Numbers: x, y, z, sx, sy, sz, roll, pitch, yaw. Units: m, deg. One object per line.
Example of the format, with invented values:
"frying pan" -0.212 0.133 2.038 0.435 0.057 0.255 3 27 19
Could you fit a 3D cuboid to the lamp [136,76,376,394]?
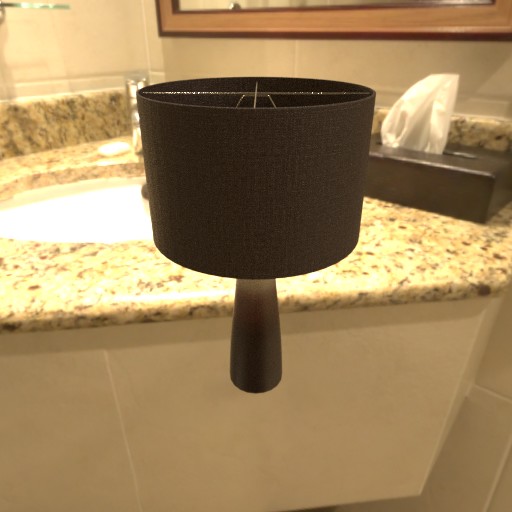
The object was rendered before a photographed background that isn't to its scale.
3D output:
"lamp" 0.000 0.000 0.687 0.303 0.488 0.303 0 28 0
